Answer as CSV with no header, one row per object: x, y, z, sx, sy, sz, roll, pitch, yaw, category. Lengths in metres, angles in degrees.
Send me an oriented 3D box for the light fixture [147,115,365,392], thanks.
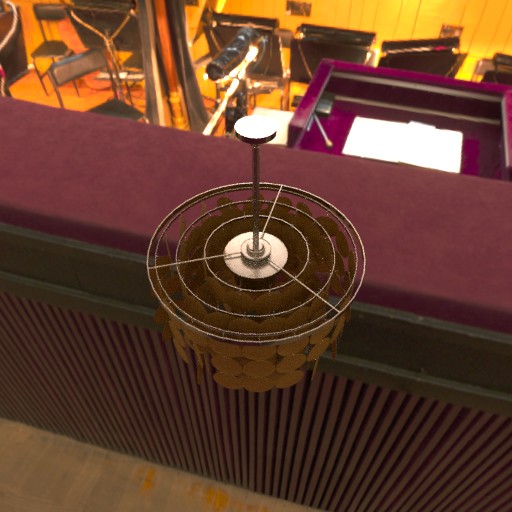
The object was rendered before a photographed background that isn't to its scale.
0.000,0.000,0.743,0.368,0.492,0.368,0,47,0,light fixture
